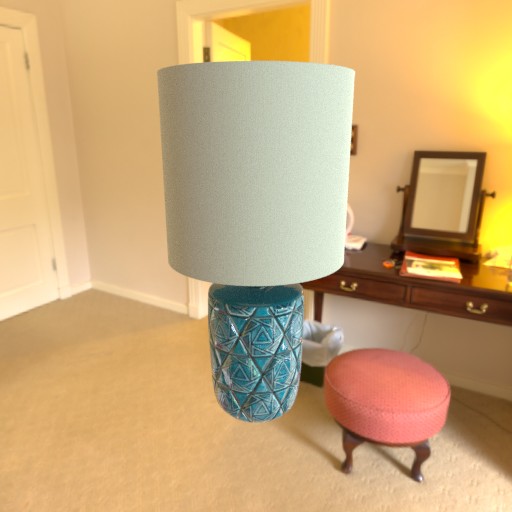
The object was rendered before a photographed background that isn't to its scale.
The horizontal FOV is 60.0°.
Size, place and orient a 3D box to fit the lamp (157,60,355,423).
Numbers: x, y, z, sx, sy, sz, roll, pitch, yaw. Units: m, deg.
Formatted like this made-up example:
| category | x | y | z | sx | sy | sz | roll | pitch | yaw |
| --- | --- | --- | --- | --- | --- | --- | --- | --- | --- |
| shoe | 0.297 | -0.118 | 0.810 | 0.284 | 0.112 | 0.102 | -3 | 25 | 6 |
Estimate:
| category | x | y | z | sx | sy | sz | roll | pitch | yaw |
| --- | --- | --- | --- | --- | --- | --- | --- | --- | --- |
| lamp | 0.000 | 0.000 | 0.494 | 0.193 | 0.377 | 0.193 | -2 | 17 | -8 |
